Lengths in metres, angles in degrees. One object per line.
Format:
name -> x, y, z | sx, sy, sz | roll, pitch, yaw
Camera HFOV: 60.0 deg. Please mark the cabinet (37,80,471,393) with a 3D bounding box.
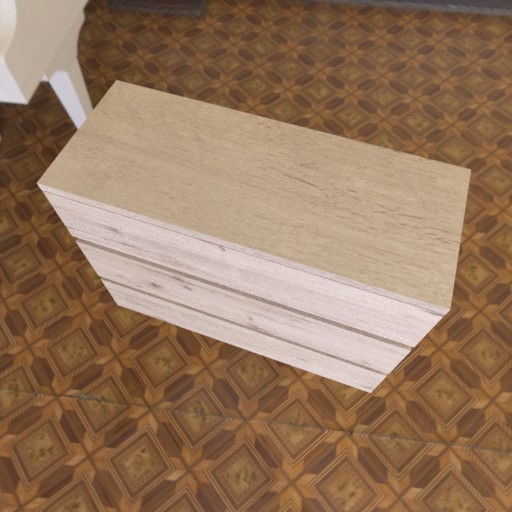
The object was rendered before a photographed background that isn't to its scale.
cabinet -> 0.000, 0.000, 1.497 | 1.040, 0.820, 0.420 | 17, 61, 10
